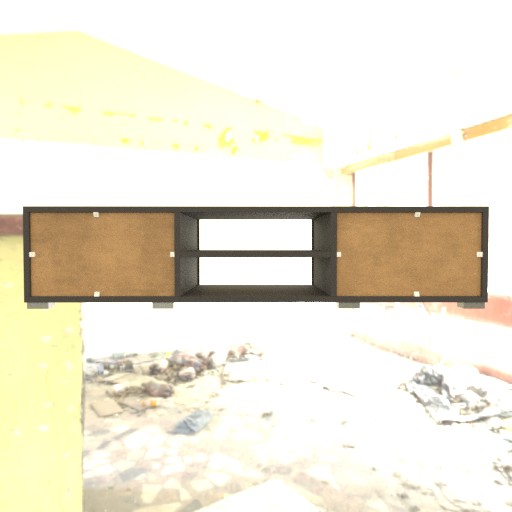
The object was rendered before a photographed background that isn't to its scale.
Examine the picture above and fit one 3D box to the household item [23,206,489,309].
[{"bbox_3d":[0.000,0.000,1.544,1.400,0.310,0.420,0,2,0],"label":"household item"}]
